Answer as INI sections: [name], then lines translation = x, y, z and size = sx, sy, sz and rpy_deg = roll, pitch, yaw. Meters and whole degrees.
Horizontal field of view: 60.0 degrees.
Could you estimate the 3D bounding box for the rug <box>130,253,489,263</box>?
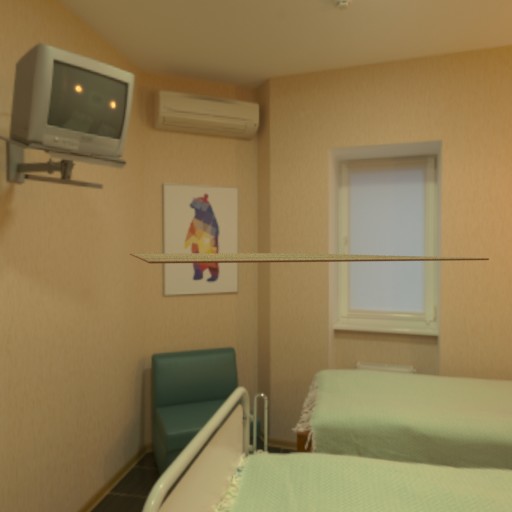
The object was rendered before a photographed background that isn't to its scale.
[rug]
translation = 0.000, 0.000, 2.315
size = 1.219, 0.008, 1.829
rpy_deg = 0, 1, -18
